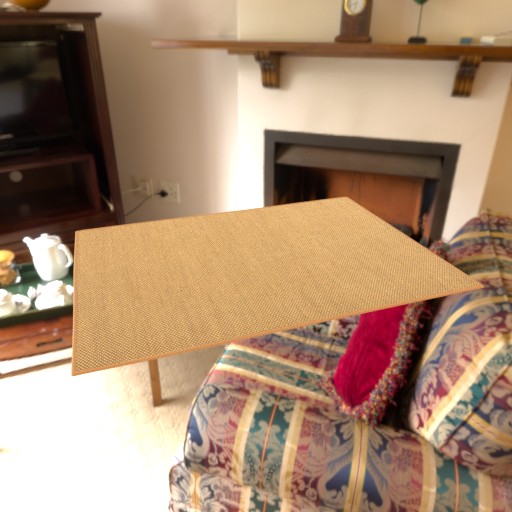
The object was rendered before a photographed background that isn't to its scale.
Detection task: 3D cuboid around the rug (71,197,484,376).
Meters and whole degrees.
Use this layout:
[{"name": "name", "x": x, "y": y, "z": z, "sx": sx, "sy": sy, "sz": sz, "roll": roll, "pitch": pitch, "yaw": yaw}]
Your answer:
[{"name": "rug", "x": 0.000, "y": 0.000, "z": 2.755, "sx": 2.134, "sy": 0.013, "sz": 1.524, "roll": -9, "pitch": 29, "yaw": -17}]
